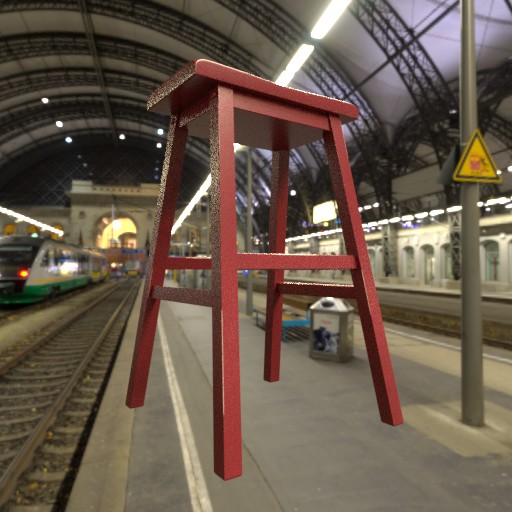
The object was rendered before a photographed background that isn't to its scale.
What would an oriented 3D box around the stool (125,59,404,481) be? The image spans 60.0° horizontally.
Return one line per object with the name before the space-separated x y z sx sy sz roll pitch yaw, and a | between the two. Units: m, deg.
stool | 0.000 0.000 1.042 0.457 0.737 0.476 1 -2 -35
